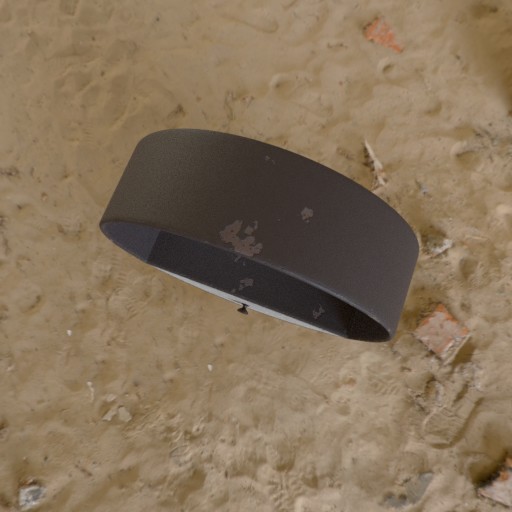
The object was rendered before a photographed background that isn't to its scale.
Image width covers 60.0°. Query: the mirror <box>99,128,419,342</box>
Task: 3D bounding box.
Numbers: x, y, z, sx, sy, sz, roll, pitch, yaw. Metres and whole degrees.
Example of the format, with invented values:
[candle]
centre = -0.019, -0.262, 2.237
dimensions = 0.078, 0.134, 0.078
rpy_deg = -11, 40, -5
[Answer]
[mirror]
centre = 0.000, 0.000, 0.582
dimensions = 0.386, 0.386, 0.126
rpy_deg = 20, 77, 5
